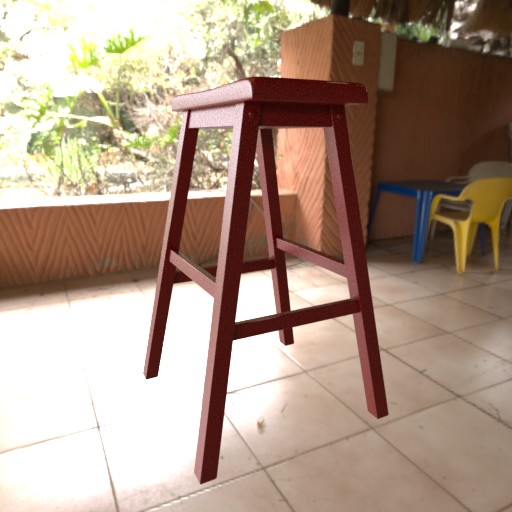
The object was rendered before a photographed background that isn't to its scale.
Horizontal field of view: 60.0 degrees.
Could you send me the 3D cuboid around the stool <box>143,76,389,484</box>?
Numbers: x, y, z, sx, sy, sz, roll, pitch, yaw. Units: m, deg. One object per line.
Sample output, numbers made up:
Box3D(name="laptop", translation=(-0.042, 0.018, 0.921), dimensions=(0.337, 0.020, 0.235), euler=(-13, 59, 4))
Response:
Box3D(name="stool", translation=(0.000, 0.000, 1.050), dimensions=(0.476, 0.737, 0.457), euler=(-8, 17, -26))
